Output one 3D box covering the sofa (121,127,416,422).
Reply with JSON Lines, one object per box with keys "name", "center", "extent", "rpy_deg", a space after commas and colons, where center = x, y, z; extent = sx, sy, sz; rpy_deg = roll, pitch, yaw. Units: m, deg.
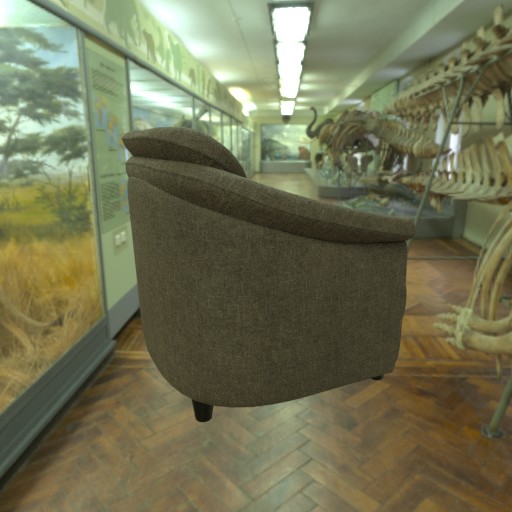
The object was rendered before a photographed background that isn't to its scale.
{"name": "sofa", "center": [0.000, 0.000, 1.495], "extent": [0.794, 0.811, 0.870], "rpy_deg": [-7, 15, -26]}
